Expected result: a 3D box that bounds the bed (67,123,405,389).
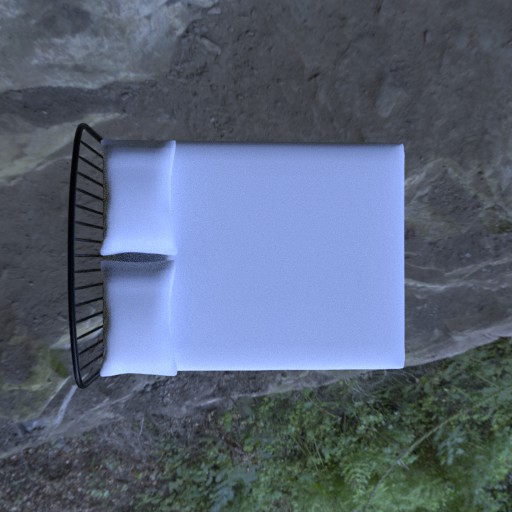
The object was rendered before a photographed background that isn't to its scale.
[{"bbox_3d":[0.000,0.000,3.088,2.159,1.166,1.618,0,90,-2],"label":"bed"}]
